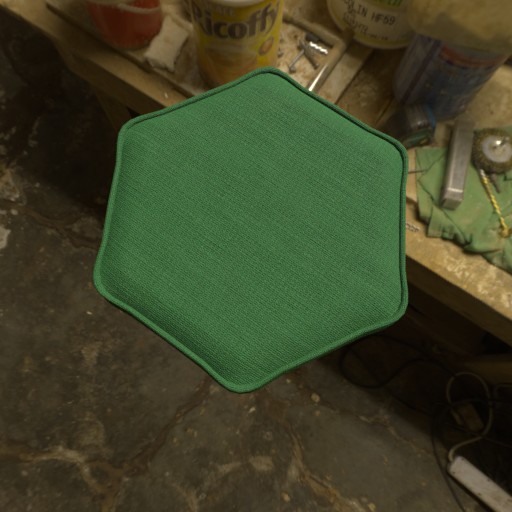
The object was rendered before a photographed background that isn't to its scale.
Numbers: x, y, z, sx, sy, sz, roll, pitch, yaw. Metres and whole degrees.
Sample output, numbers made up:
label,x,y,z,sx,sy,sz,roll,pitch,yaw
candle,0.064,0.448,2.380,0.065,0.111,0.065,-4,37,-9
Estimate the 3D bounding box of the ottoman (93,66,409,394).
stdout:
label,x,y,z,sx,sy,sz,roll,pitch,yaw
ottoman,0.000,0.000,0.867,0.499,0.507,0.444,34,78,8
